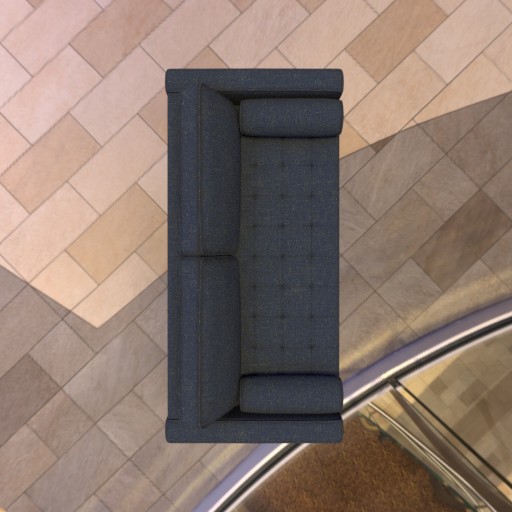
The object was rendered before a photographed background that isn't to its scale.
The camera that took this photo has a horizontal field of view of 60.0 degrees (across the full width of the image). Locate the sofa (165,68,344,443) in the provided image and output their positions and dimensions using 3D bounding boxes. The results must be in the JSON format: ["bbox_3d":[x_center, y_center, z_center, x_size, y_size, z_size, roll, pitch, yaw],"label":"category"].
[{"bbox_3d":[0.000,0.000,2.393,0.914,0.762,1.880,0,90,0],"label":"sofa"}]
